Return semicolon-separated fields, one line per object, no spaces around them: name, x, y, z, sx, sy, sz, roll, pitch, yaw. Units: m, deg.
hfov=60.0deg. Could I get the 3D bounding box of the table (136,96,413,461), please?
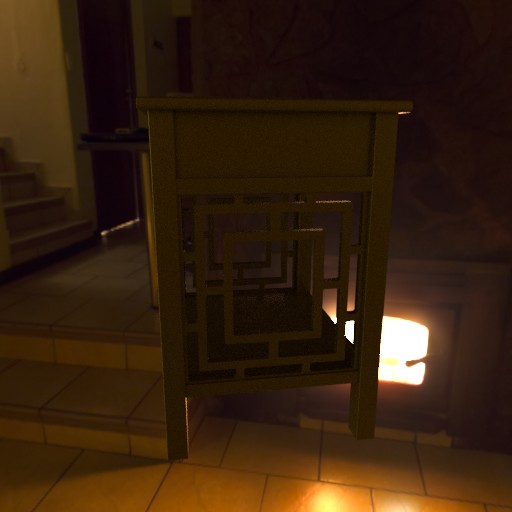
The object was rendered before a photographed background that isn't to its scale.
table;0.000;0.000;1.038;0.451;0.646;0.564;-2;14;-9
